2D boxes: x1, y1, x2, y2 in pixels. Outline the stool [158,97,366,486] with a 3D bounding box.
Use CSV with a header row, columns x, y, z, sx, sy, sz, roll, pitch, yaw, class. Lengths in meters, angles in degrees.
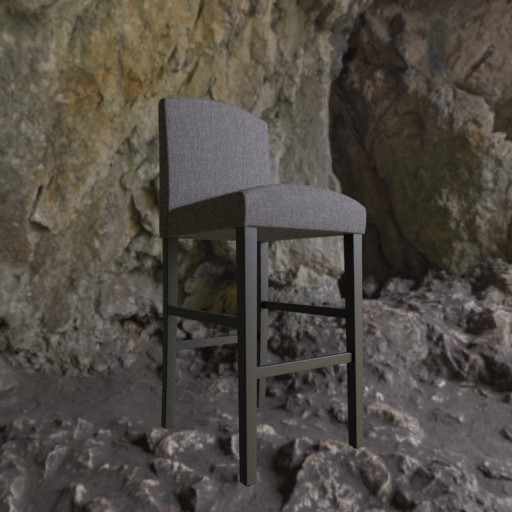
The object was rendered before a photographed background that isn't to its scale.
x,y,z,sx,sy,sz,roll,pitch,yaw,class
0.000,0.000,1.409,0.451,1.138,0.552,1,-2,-36,stool
